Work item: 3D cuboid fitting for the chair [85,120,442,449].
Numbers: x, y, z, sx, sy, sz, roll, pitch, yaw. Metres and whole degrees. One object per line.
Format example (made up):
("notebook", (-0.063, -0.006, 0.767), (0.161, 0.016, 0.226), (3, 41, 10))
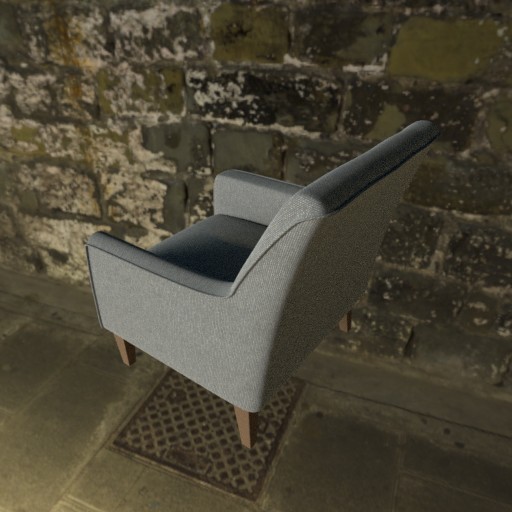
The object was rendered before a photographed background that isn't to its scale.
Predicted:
("chair", (0.000, 0.000, 1.566), (0.899, 0.919, 0.780), (20, 36, 30))
